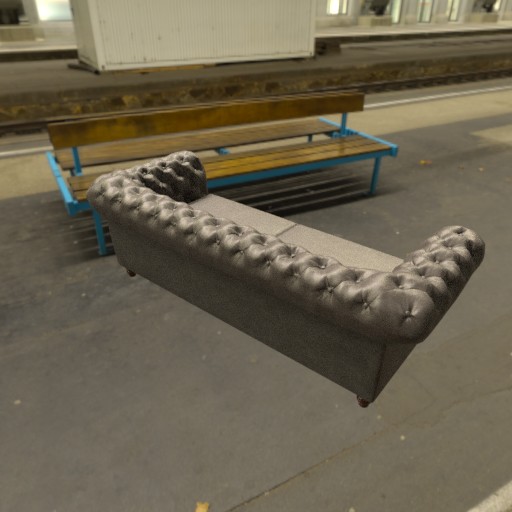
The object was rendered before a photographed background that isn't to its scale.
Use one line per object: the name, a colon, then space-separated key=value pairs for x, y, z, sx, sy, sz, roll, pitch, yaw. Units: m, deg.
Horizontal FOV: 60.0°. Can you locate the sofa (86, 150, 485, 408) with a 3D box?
sofa: x=0.000 y=0.000 z=2.796 sx=2.385 sy=0.783 sz=0.944 roll=23 pitch=37 yaw=33
